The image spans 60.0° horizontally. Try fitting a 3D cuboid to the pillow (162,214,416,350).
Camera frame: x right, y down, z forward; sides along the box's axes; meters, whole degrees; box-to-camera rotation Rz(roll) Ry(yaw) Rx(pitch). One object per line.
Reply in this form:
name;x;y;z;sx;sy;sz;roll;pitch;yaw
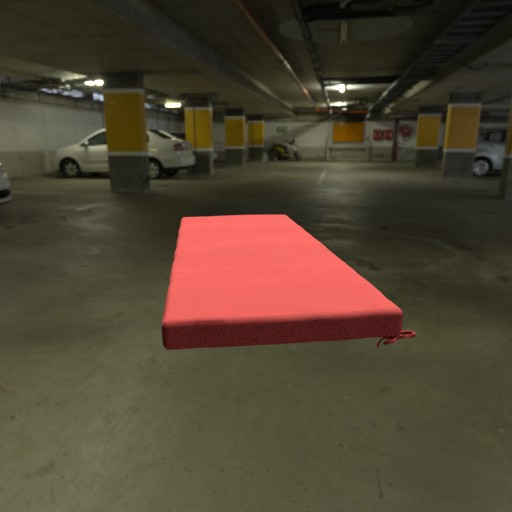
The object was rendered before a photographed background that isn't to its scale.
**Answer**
pillow;0.000;0.000;1.363;0.492;0.081;1.187;-2;15;-7
